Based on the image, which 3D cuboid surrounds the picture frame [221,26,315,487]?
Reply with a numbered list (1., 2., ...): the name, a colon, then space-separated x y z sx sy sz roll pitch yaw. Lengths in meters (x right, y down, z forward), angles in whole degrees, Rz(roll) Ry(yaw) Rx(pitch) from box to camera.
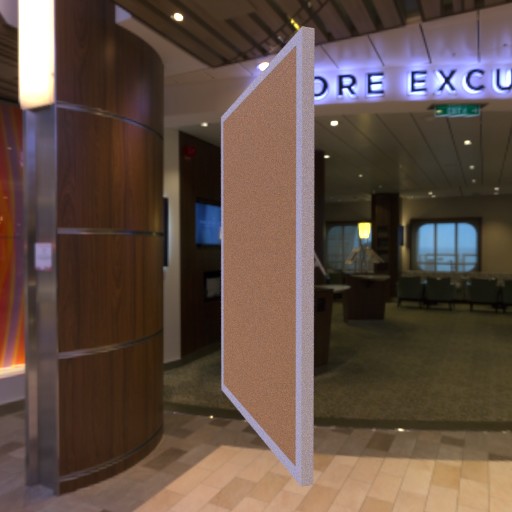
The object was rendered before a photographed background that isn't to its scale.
1. picture frame: 0.000 0.000 0.564 0.013 0.434 0.305 0 1 -19
